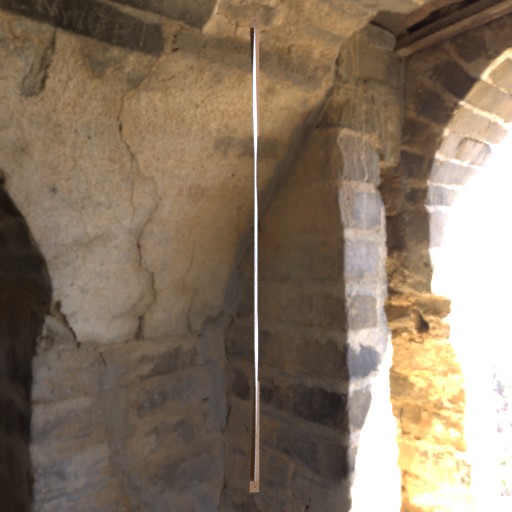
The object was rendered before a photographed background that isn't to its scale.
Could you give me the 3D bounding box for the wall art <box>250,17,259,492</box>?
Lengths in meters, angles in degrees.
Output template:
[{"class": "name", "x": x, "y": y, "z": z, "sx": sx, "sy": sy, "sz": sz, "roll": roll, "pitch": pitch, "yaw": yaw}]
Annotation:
[{"class": "wall art", "x": 0.000, "y": 0.000, "z": 0.675, "sx": 0.010, "sy": 0.507, "sz": 0.404, "roll": 0, "pitch": -1, "yaw": 0}]
